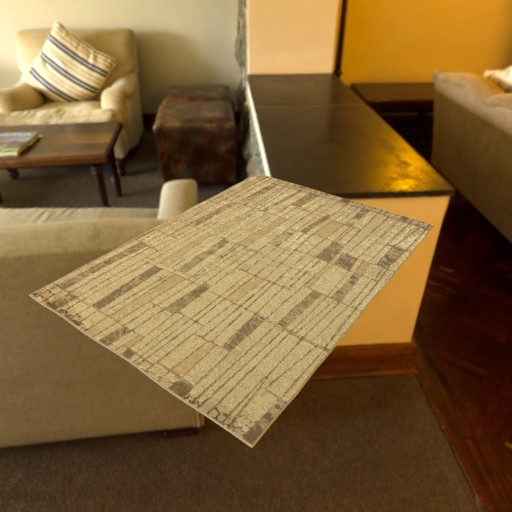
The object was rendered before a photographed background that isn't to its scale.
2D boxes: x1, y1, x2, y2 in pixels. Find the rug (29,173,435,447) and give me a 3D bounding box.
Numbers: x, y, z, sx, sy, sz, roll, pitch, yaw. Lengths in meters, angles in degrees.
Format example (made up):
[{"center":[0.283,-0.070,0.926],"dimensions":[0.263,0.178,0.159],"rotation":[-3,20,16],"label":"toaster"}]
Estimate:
[{"center":[0.000,0.000,4.374],"dimensions":[2.449,0.019,3.357],"rotation":[22,40,30],"label":"rug"}]
